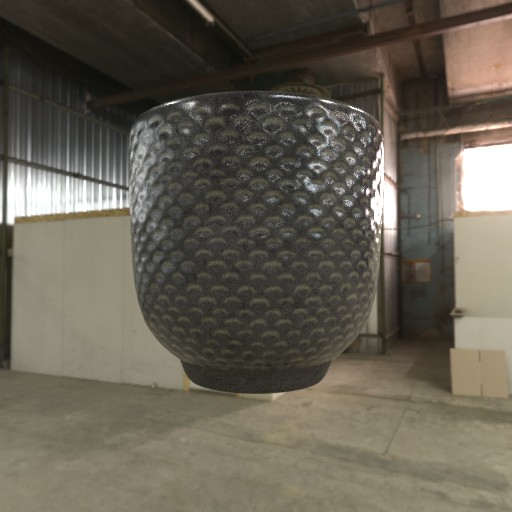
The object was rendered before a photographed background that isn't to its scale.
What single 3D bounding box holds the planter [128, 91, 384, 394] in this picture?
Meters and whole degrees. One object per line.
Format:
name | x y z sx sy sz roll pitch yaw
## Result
planter | 0.000 0.000 0.354 0.197 0.191 0.197 0 -1 0
